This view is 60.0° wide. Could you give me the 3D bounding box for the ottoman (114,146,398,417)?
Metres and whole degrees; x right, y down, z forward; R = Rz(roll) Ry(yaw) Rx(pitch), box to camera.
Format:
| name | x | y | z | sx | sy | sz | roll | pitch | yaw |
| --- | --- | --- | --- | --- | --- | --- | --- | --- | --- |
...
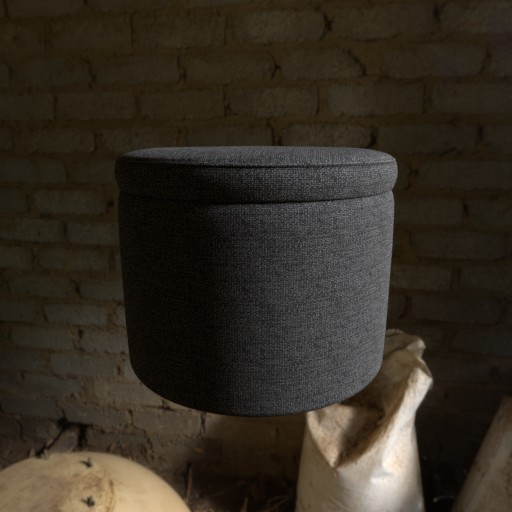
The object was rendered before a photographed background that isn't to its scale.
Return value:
| name | x | y | z | sx | sy | sz | roll | pitch | yaw |
| --- | --- | --- | --- | --- | --- | --- | --- | --- | --- |
| ottoman | 0.000 | 0.000 | 0.892 | 0.520 | 0.430 | 0.520 | 0 | 15 | 0 |
